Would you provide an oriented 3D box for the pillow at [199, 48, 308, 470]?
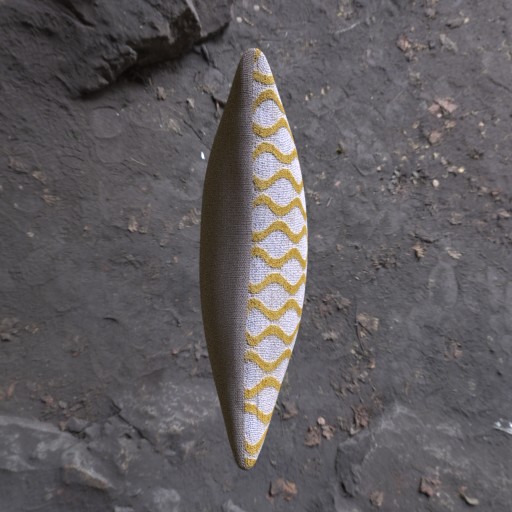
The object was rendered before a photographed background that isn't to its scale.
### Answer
[{"bbox_3d":[0.000,0.000,0.657,0.159,0.436,0.429,0,91,0],"label":"pillow"}]
